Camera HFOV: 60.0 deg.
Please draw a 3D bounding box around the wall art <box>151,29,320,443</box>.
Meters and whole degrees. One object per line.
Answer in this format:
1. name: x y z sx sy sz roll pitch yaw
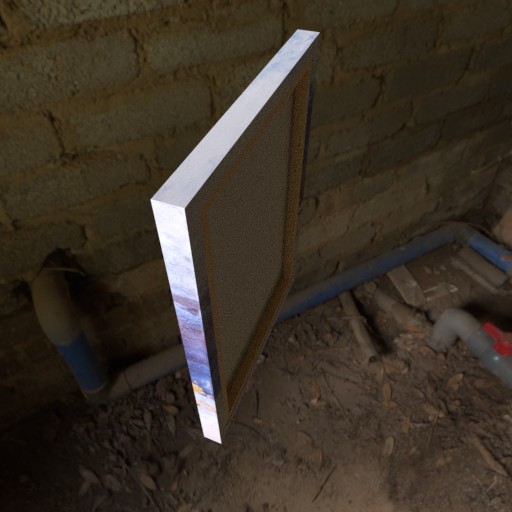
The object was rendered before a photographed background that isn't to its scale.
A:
1. wall art: 0.000 0.000 0.756 0.036 0.581 0.437 16 49 15
